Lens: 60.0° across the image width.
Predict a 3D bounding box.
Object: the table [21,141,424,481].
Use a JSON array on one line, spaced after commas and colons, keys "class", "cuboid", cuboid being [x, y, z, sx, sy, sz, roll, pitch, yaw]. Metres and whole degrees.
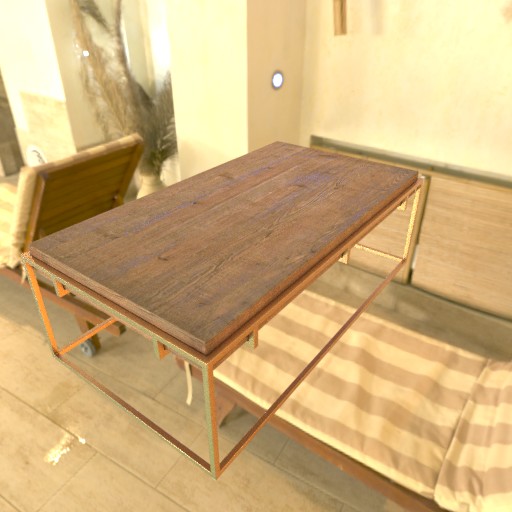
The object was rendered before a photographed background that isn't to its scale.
[{"class": "table", "cuboid": [0.000, 0.000, 1.743, 0.775, 0.468, 1.387, 21, 37, 31]}]
